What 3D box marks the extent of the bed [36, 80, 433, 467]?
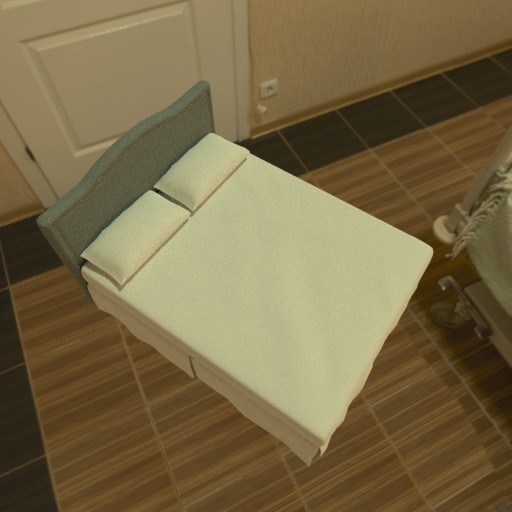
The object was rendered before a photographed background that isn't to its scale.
[{"bbox_3d":[0.000,0.000,3.924,2.689,1.457,2.161,31,63,17],"label":"bed"}]
